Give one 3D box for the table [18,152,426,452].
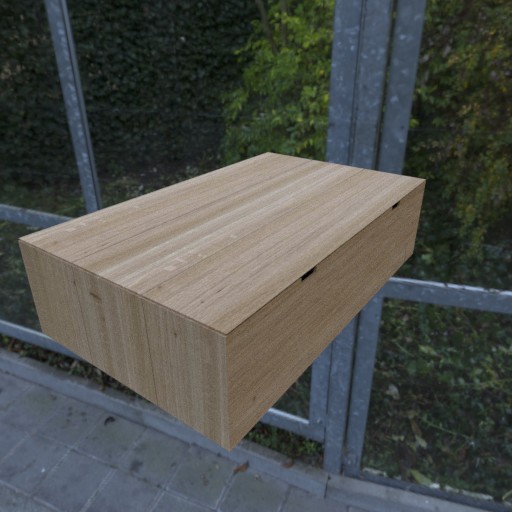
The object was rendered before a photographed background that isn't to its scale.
[{"bbox_3d":[0.000,0.000,1.419,0.678,0.353,1.110,18,32,32],"label":"table"}]
